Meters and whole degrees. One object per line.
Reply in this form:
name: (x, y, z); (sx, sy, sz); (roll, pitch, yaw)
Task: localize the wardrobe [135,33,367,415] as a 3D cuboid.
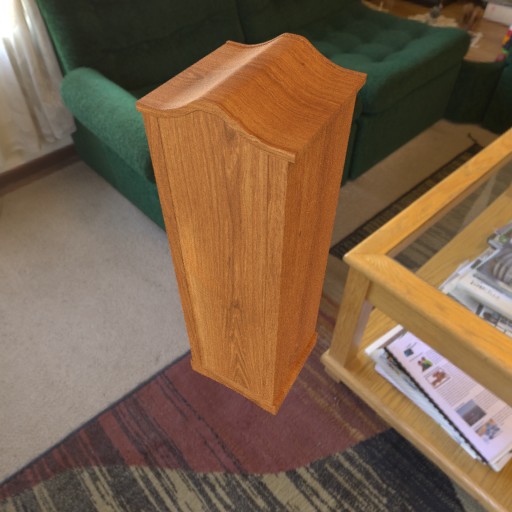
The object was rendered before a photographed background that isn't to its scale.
wardrobe: (0.000, 0.000, 2.151); (0.590, 1.870, 0.570); (23, 51, 20)
